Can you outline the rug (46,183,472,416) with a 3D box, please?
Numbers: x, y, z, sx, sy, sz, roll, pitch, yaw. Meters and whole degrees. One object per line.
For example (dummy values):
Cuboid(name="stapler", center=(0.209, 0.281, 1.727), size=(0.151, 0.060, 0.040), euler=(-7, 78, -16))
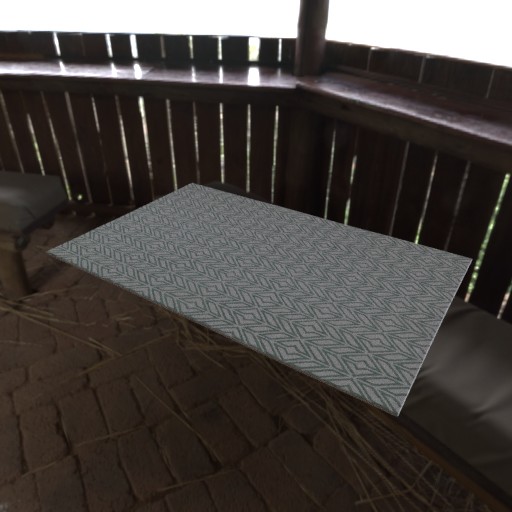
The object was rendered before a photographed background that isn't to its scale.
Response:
Cuboid(name="rug", center=(0.000, 0.000, 2.975), size=(2.435, 0.011, 1.517), euler=(19, 36, 28))
